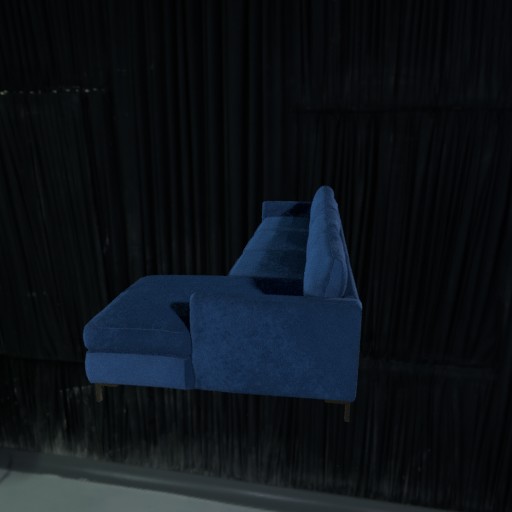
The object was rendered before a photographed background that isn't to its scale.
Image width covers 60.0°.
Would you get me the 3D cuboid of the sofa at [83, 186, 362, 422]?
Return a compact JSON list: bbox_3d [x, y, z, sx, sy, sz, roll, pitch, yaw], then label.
[{"bbox_3d":[0.000,0.000,3.457,1.350,0.810,2.932,2,16,8],"label":"sofa"}]
